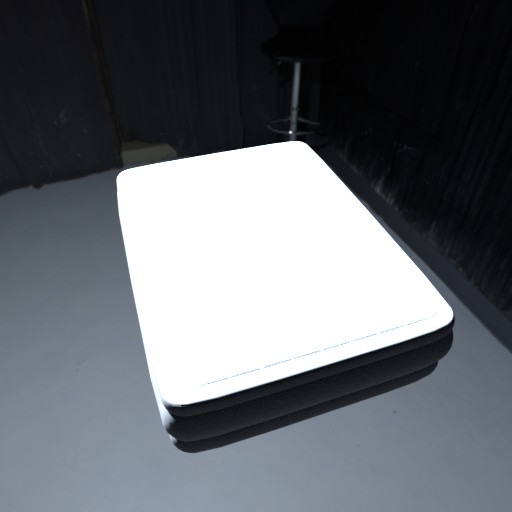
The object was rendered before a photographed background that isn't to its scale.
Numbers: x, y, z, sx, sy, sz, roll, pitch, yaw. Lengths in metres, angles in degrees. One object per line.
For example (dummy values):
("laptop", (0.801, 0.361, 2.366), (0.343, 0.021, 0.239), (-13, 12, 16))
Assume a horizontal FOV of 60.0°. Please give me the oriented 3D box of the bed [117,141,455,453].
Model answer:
("bed", (0.000, 0.000, 2.748), (1.520, 0.460, 2.036), (-13, 44, -14))
